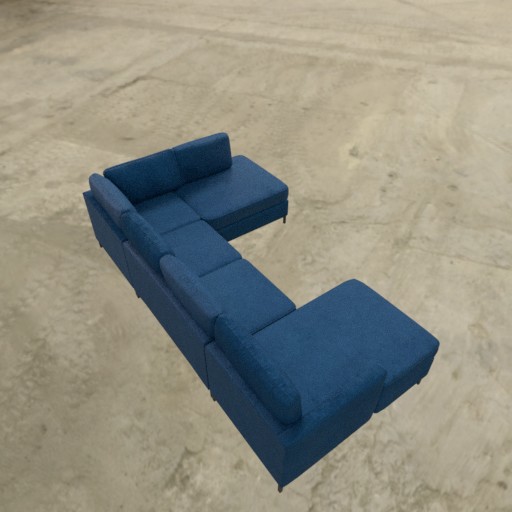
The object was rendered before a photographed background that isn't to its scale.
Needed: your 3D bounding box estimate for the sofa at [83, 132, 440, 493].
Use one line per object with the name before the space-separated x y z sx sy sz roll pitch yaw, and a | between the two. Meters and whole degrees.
sofa | 0.000 0.000 4.226 2.055 0.992 3.434 -26 47 -27
